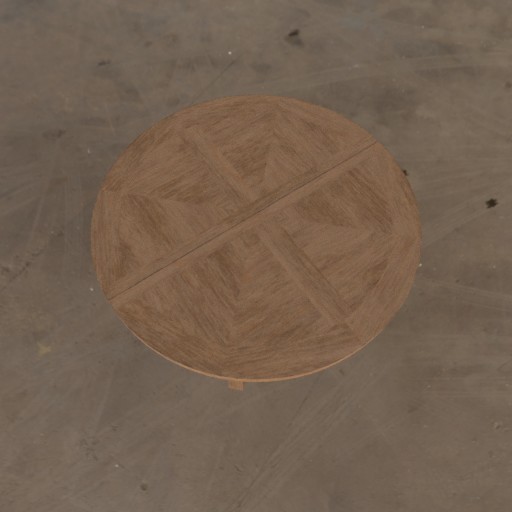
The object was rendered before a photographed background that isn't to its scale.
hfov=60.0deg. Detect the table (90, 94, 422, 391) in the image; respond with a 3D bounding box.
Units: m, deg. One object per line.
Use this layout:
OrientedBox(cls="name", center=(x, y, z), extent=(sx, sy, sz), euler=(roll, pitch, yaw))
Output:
OrientedBox(cls="table", center=(0.000, 0.000, 2.128), extent=(1.319, 0.762, 1.319), euler=(0, 63, 0))
